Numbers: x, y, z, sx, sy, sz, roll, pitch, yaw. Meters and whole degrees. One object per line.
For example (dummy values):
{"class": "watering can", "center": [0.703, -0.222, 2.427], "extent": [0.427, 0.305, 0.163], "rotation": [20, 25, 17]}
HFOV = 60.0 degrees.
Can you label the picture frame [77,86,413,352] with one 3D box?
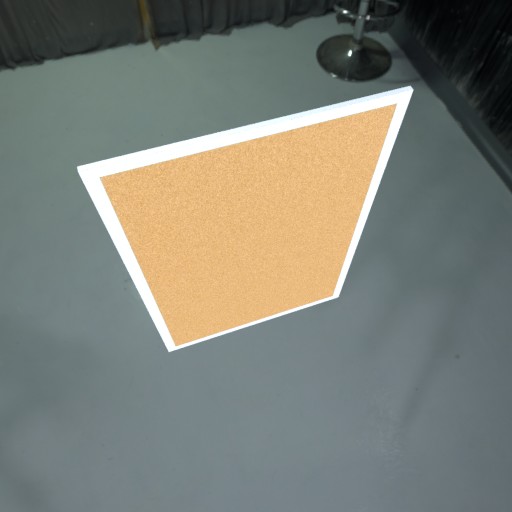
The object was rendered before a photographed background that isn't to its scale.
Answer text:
{"class": "picture frame", "center": [0.000, 0.000, 1.230], "extent": [0.659, 0.940, 0.013], "rotation": [-17, 60, -10]}
